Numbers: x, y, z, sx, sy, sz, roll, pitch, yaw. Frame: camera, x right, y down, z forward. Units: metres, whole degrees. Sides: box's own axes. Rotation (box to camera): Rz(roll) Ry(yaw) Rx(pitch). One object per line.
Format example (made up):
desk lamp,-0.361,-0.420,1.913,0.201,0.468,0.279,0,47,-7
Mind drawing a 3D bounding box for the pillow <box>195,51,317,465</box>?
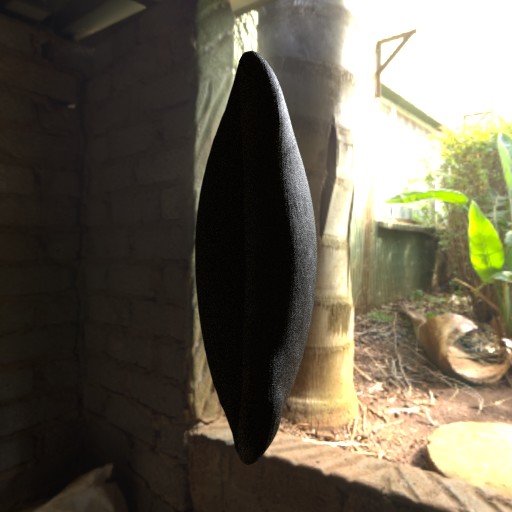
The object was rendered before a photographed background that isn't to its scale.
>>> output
pillow,0.000,0.000,0.803,0.210,0.523,0.533,0,1,0
